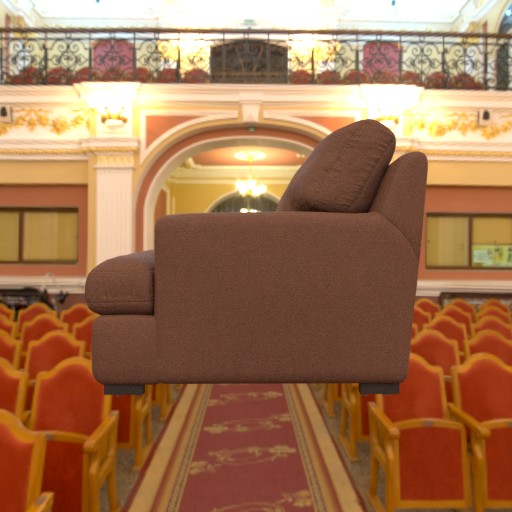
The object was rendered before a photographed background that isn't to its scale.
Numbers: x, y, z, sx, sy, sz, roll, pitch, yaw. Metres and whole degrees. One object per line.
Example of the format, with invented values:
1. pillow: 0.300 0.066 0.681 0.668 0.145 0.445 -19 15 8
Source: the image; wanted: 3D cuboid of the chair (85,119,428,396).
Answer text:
1. chair: 0.000 0.000 1.991 1.143 0.940 1.168 0 -1 -1
